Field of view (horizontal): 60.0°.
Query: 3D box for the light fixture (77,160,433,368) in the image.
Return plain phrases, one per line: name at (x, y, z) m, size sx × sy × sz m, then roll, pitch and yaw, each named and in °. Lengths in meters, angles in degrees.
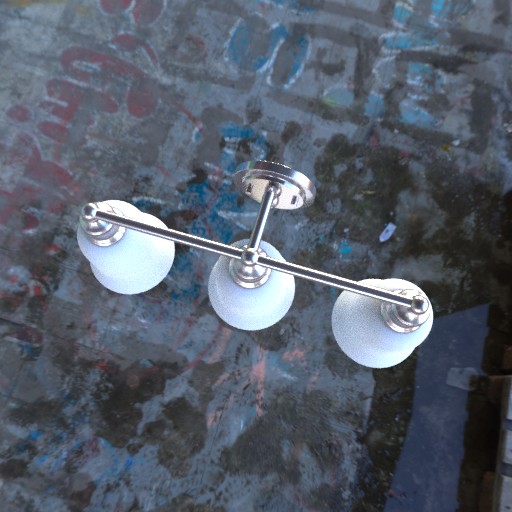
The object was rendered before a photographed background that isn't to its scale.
light fixture at (0.000, 0.000, 0.647) m, size 0.570 × 0.211 × 0.198 m, roll 16°, pitch 76°, yaw 4°
